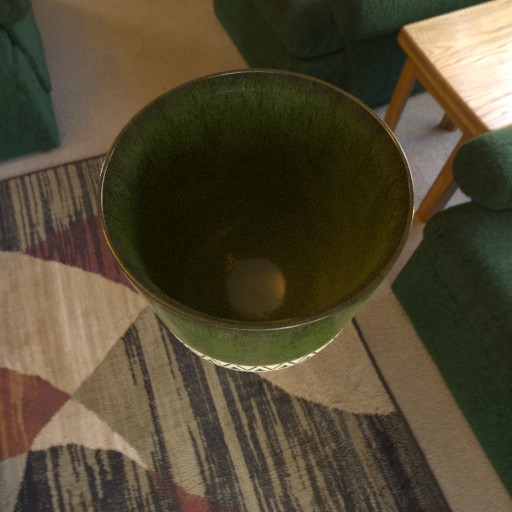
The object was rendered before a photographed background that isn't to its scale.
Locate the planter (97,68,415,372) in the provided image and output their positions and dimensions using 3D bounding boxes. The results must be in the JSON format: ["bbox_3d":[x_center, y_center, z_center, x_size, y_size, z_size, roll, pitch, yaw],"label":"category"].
[{"bbox_3d":[0.000,0.000,0.465,0.245,0.270,0.245,0,63,0],"label":"planter"}]
